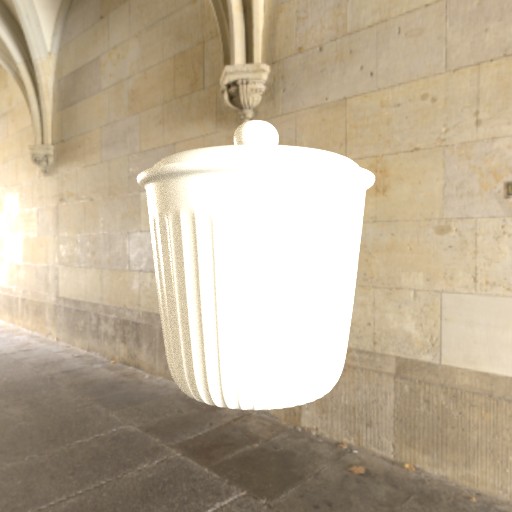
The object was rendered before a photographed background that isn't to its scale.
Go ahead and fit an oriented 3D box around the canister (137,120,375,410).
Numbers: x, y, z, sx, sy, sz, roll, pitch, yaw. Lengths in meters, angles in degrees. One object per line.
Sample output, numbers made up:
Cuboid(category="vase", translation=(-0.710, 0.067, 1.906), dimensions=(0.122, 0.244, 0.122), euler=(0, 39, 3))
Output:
Cuboid(category="canister", translation=(0.000, 0.000, 0.350), dimensions=(0.181, 0.211, 0.181), euler=(0, 1, 0))
